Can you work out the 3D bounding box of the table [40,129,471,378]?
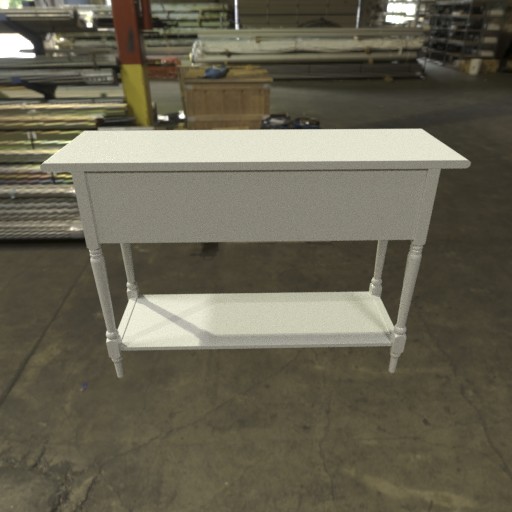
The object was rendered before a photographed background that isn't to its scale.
[{"bbox_3d":[0.000,0.000,1.589,1.197,0.808,0.384,-1,29,-1],"label":"table"}]
